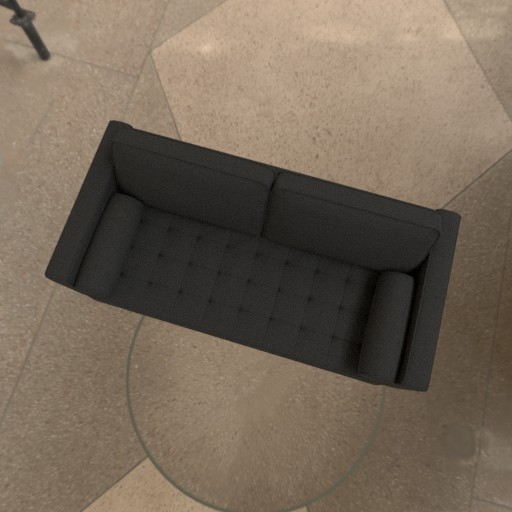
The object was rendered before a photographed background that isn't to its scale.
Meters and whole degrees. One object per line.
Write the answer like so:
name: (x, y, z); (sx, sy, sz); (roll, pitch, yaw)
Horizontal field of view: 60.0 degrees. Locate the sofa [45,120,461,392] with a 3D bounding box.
sofa: (0.000, 0.000, 2.338); (1.875, 0.759, 0.914); (16, 76, 4)
